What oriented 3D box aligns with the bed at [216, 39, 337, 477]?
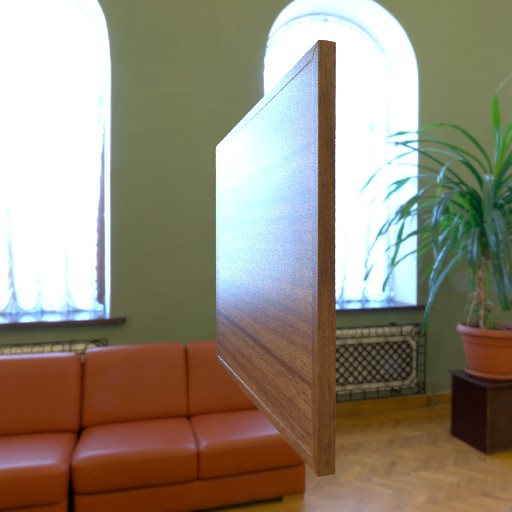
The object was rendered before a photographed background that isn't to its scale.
[{"bbox_3d":[0.000,0.000,1.452,0.043,0.940,1.041,0,1,-17],"label":"bed"}]
